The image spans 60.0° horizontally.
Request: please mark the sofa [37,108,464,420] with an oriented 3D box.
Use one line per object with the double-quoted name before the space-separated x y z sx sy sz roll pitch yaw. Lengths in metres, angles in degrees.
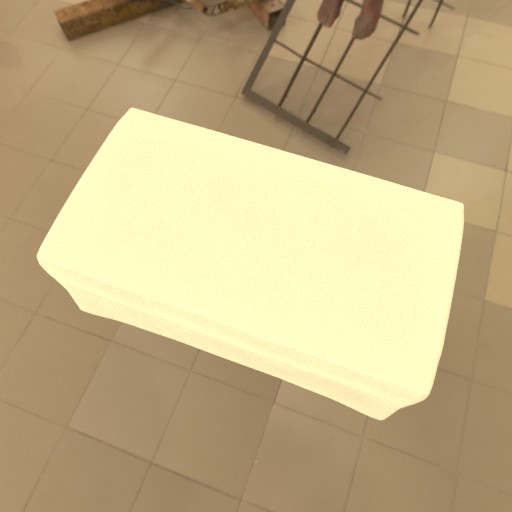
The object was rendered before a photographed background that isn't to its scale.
"sofa" 0.000 0.000 2.078 1.677 0.552 0.939 18 66 8
